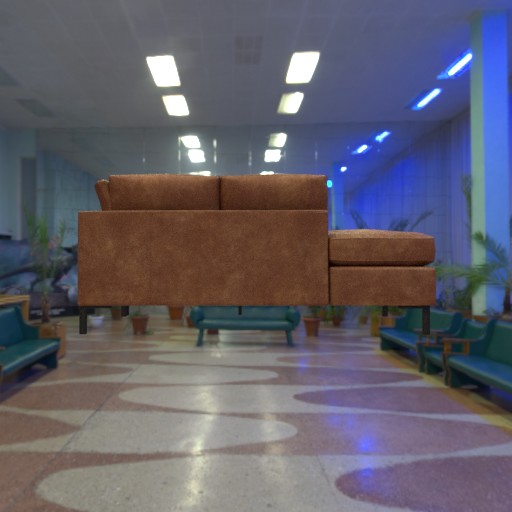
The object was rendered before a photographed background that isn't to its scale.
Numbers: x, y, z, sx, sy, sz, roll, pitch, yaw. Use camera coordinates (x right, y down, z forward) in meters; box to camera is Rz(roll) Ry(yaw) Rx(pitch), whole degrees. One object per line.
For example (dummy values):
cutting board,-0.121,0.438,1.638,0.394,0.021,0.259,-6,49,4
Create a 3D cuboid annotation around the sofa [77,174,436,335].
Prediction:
sofa,0.000,0.000,3.824,1.938,0.877,2.984,0,-1,0
